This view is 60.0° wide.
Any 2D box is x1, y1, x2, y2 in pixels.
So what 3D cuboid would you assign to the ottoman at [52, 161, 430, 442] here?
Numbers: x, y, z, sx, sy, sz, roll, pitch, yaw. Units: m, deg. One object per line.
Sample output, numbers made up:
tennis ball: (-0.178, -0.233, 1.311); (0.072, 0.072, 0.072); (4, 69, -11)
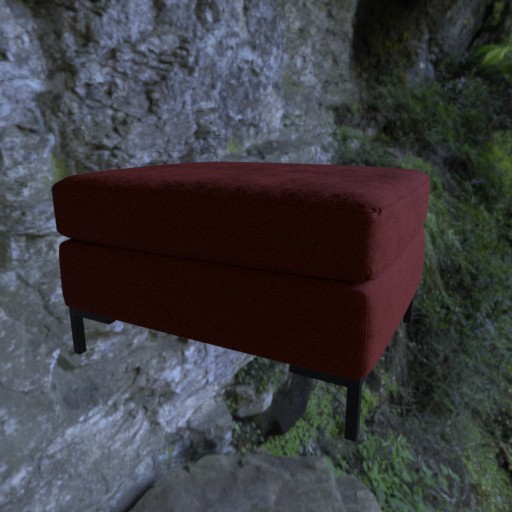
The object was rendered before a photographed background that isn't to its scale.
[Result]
ottoman: (0.000, 0.000, 1.172); (0.782, 0.462, 0.650); (8, 17, 27)
